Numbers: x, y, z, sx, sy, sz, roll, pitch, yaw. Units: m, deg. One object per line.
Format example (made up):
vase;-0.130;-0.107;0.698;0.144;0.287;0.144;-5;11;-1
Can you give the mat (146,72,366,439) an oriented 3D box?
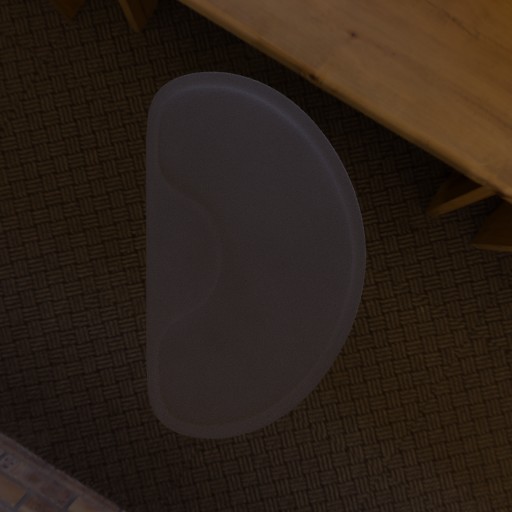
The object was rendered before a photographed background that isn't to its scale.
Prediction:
mat;0.000;0.000;1.842;0.913;0.013;1.524;0;90;0
